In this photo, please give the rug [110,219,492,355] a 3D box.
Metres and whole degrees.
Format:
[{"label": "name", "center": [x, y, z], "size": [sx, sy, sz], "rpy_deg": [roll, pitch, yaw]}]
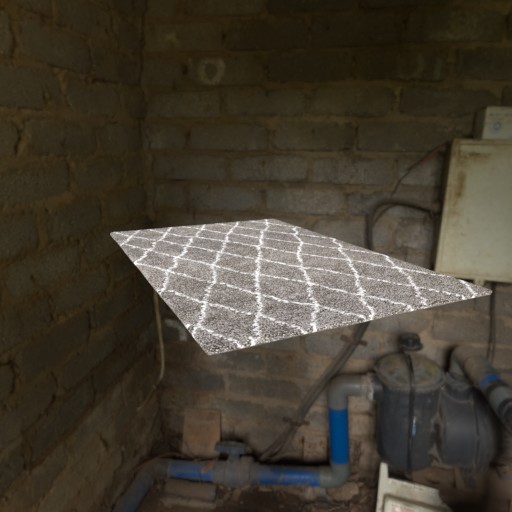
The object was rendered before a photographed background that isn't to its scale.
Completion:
[{"label": "rug", "center": [0.000, 0.000, 3.422], "size": [1.778, 0.030, 2.743], "rpy_deg": [-7, 16, -25]}]
